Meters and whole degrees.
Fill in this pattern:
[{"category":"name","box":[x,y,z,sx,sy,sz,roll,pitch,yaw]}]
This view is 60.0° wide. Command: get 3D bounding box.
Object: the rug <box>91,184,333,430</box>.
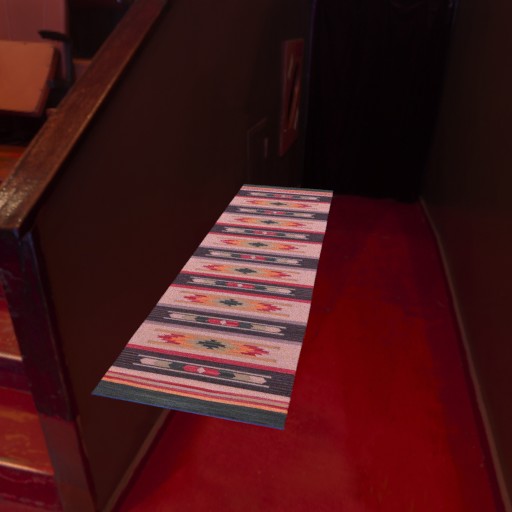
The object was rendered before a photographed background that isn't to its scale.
[{"category":"rug","box":[0.000,0.000,2.677,0.760,0.009,2.440,6,29,11]}]
